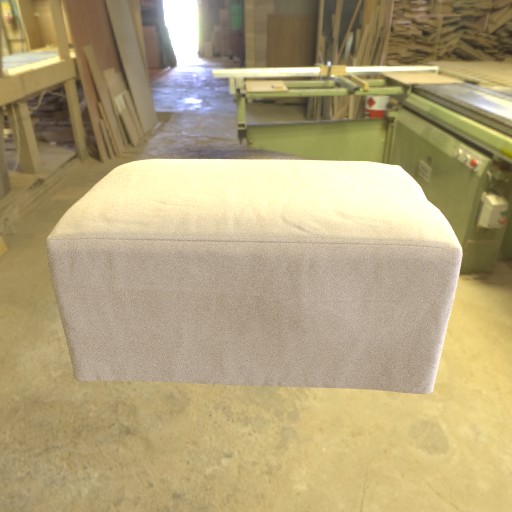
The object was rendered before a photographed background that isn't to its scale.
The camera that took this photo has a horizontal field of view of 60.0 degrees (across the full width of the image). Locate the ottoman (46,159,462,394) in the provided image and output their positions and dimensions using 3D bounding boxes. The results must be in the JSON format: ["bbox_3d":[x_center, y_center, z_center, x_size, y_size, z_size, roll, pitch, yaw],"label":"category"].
[{"bbox_3d":[0.000,0.000,1.191,0.872,0.444,0.590,1,29,2],"label":"ottoman"}]
